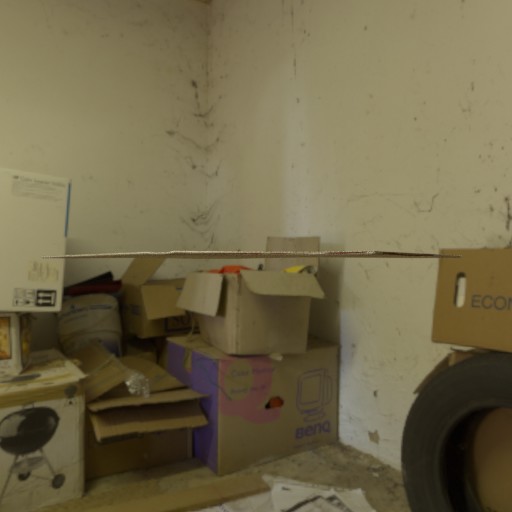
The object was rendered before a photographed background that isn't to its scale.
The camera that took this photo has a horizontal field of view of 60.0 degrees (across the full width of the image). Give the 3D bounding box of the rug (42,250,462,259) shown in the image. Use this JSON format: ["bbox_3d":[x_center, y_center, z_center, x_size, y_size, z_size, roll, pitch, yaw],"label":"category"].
[{"bbox_3d":[0.000,0.000,4.217,3.202,0.045,2.434,0,-1,35],"label":"rug"}]
